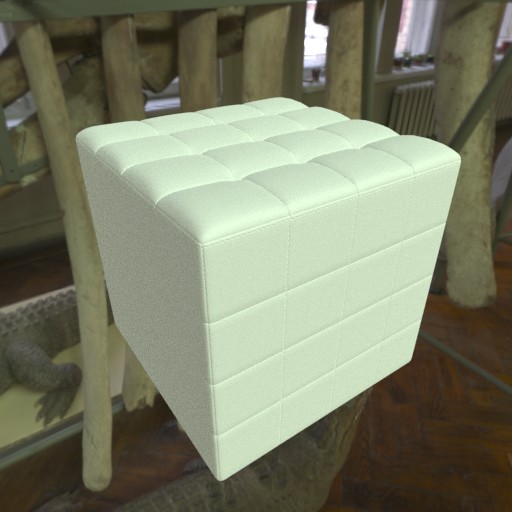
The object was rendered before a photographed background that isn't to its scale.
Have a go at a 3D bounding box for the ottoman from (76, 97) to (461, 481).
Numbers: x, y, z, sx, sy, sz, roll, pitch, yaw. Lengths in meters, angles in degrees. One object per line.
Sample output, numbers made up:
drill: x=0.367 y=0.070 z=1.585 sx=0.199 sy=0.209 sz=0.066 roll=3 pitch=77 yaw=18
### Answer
ottoman: x=0.000 y=0.000 z=0.776 sx=0.425 sy=0.432 sz=0.425 roll=-20 pitch=37 yaw=-29
